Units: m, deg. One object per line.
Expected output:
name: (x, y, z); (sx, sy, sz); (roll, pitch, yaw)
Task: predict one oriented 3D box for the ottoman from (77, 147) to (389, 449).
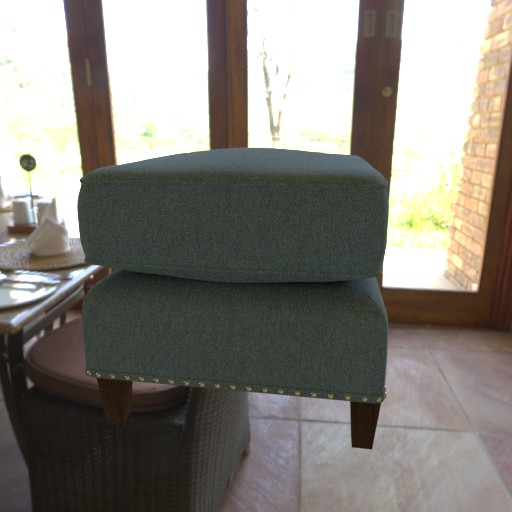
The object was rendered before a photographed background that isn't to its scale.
ottoman: (0.000, 0.000, 1.127); (0.589, 0.537, 0.738); (3, 16, 9)
